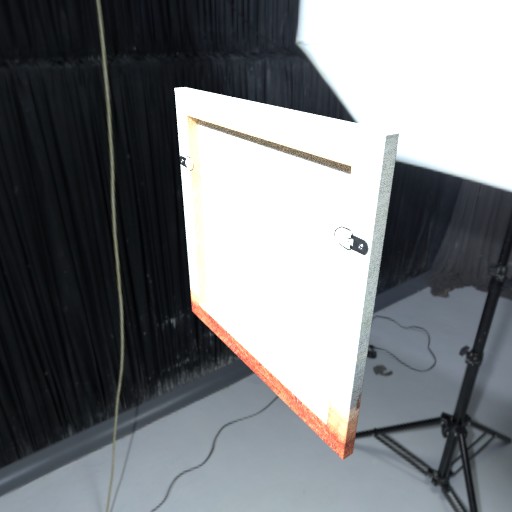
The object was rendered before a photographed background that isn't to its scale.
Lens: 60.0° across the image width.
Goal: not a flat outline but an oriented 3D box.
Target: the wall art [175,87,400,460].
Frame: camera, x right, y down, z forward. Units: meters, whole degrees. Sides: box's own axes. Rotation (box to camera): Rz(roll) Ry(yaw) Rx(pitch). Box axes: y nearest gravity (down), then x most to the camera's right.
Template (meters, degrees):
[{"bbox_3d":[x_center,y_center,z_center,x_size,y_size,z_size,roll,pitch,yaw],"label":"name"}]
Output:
[{"bbox_3d":[0.000,0.000,1.162,0.042,0.760,0.760,-18,32,-31],"label":"wall art"}]
